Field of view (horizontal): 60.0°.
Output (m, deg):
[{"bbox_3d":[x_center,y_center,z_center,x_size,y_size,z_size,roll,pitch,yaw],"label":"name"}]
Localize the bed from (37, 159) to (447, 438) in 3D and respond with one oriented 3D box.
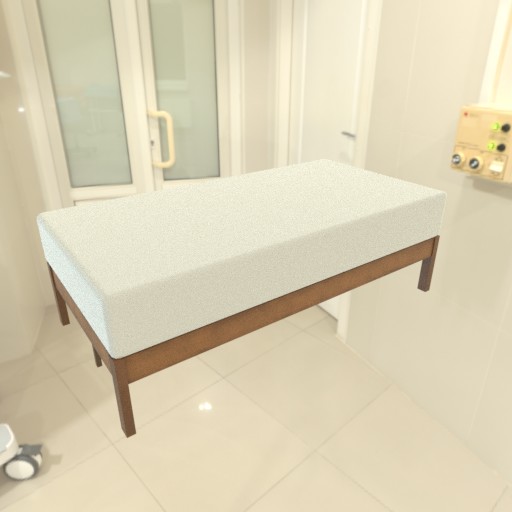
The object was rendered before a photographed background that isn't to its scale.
[{"bbox_3d":[0.000,0.000,2.391,1.902,0.616,0.961,-17,31,-32],"label":"bed"}]
